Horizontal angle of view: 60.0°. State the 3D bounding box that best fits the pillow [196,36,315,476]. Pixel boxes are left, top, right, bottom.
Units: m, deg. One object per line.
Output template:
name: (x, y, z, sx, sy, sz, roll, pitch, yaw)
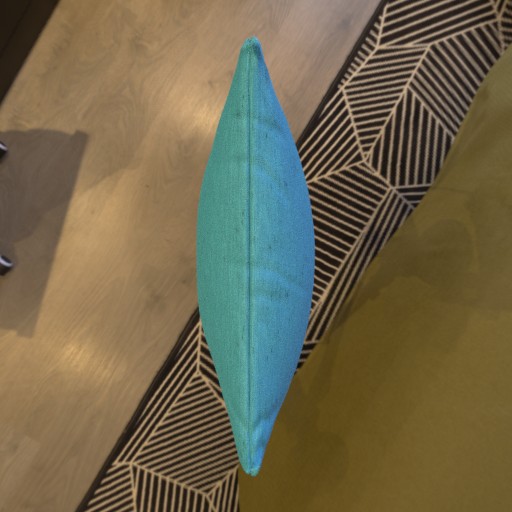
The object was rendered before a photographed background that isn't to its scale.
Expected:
pillow: (0.000, 0.000, 0.795, 0.210, 0.338, 0.633, 0, 92, -1)
